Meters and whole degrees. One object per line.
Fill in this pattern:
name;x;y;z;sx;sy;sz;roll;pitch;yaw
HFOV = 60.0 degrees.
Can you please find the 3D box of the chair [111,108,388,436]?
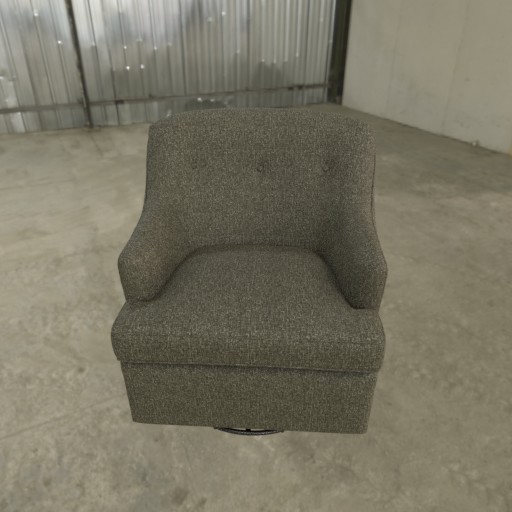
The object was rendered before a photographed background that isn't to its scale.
chair;0.000;0.000;1.590;0.864;0.856;0.923;2;30;3
